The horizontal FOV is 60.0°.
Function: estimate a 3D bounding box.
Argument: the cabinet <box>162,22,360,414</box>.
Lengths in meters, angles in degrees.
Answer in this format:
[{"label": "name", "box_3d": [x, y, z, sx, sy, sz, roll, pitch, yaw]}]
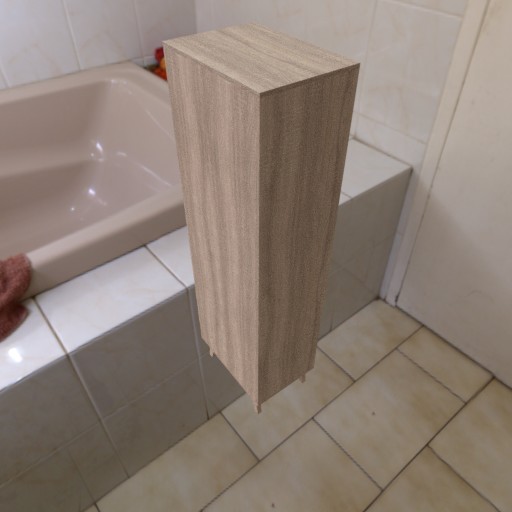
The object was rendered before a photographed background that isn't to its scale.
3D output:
[{"label": "cabinet", "box_3d": [0.000, 0.000, 2.105, 0.400, 1.850, 0.570, -27, 49, -26]}]
